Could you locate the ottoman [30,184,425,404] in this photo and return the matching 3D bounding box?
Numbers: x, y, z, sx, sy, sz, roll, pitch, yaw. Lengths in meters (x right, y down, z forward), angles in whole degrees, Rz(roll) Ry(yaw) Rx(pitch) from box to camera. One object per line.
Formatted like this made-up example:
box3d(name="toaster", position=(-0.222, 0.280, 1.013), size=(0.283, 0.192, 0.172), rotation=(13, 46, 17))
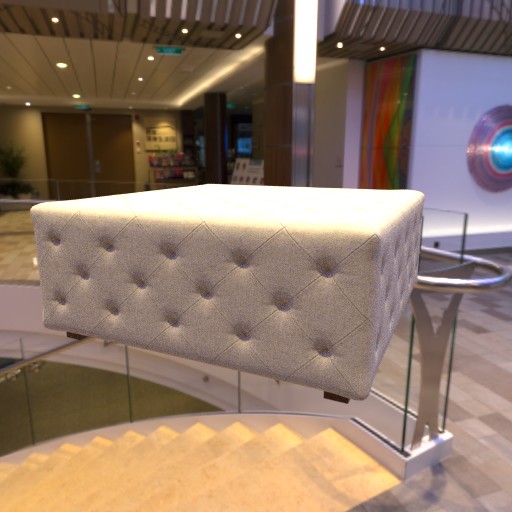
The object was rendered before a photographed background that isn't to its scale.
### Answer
box3d(name="ottoman", position=(0.000, 0.000, 1.597), size=(1.028, 0.439, 1.028), rotation=(6, 14, 25))
